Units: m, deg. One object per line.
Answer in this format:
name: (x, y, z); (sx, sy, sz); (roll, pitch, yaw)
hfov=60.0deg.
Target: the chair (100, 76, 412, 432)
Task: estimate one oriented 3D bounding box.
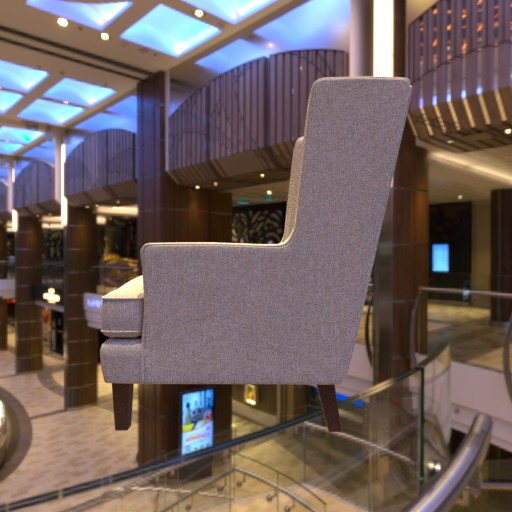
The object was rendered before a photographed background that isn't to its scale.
chair: (0.000, 0.000, 1.704); (0.948, 1.082, 0.764); (0, 0, 1)
